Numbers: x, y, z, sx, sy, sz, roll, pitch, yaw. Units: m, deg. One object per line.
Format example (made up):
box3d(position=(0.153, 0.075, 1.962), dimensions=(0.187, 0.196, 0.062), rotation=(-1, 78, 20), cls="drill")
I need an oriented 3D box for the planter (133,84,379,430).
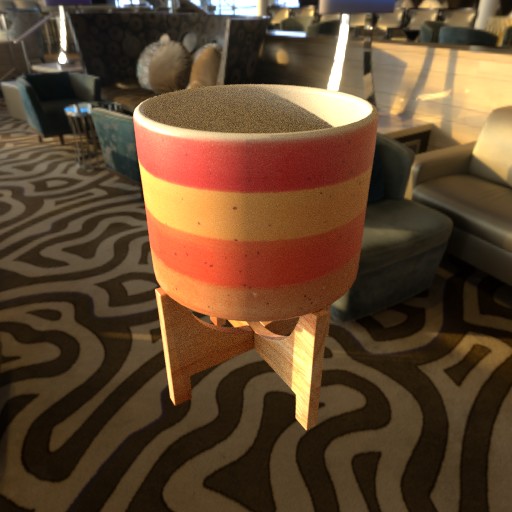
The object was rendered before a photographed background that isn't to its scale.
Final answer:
box3d(position=(0.000, 0.000, 0.571), dimensions=(0.269, 0.379, 0.269), rotation=(0, 30, 0), cls="planter")
